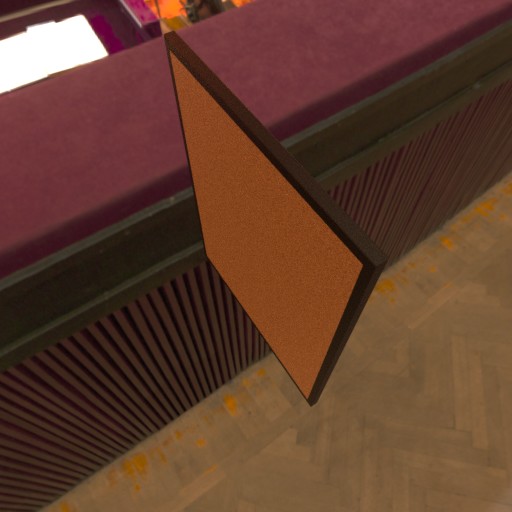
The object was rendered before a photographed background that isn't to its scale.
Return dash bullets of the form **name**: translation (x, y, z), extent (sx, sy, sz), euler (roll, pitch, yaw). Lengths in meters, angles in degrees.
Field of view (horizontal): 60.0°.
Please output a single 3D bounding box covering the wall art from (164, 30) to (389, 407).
- **wall art**: translation (0.000, 0.000, 1.347), extent (0.030, 1.027, 0.774), euler (-29, 63, -16)
